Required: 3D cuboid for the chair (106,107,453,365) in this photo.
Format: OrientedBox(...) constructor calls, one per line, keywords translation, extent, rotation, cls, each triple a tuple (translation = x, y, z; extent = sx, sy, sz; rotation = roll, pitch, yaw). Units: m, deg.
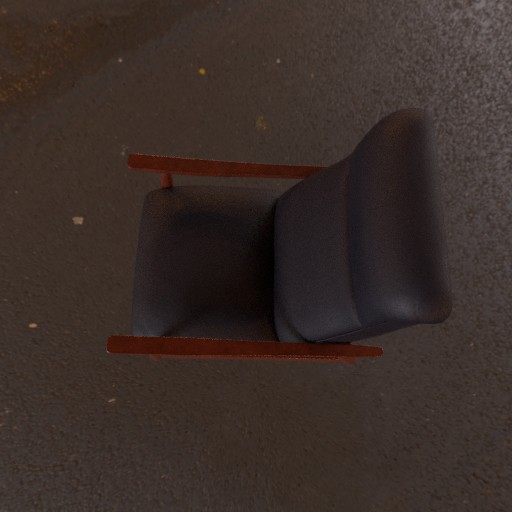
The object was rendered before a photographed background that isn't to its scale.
OrientedBox(translation=(0.000, 0.000, 1.697), extent=(1.014, 1.082, 0.762), rotation=(1, 73, 0), cls="chair")
